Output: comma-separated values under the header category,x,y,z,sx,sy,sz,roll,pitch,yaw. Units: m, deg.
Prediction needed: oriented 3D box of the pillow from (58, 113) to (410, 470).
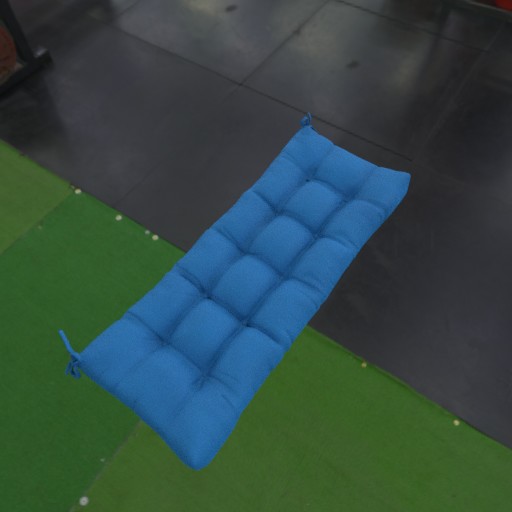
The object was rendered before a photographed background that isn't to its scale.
category,x,y,z,sx,sy,sz,roll,pitch,yaw
pillow,0.000,0.000,1.366,0.511,0.174,1.194,33,64,18
